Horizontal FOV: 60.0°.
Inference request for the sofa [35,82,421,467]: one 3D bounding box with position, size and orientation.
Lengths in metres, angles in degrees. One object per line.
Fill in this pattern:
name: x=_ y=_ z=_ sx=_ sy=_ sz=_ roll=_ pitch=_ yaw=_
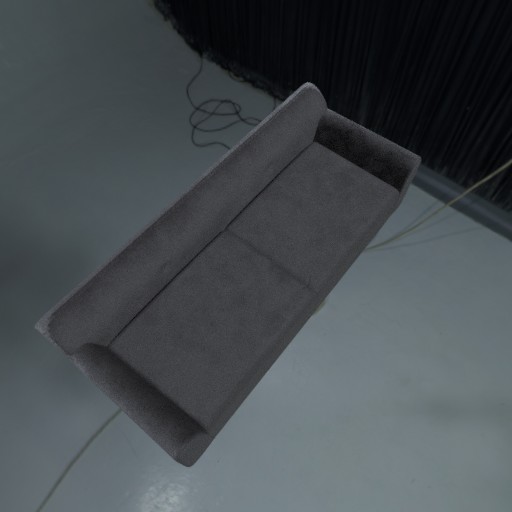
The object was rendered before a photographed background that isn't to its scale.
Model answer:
sofa: x=0.000 y=0.000 z=2.624 sx=0.900 sy=0.740 sz=2.190 roll=35 pitch=65 yaw=18
